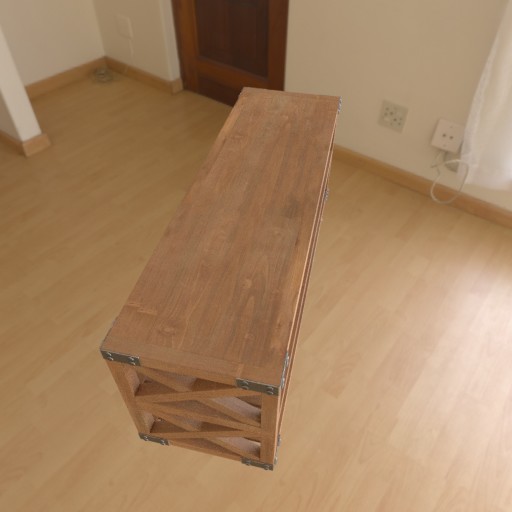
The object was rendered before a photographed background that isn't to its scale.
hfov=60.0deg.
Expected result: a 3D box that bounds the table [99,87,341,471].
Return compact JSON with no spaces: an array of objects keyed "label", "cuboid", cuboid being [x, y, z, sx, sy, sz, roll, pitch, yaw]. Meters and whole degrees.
[{"label":"table","cuboid":[0.000,0.000,1.811,0.467,0.711,1.487,9,46,9]}]
